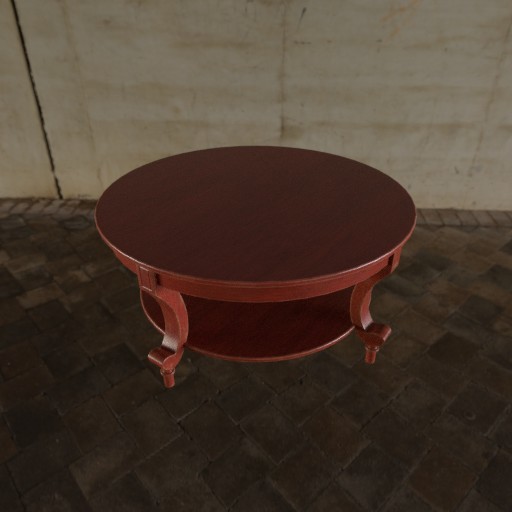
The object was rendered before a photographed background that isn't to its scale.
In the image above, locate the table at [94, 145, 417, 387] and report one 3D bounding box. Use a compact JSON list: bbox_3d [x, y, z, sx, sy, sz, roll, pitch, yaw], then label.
[{"bbox_3d":[0.000,0.000,1.600,1.029,0.486,1.029,0,32,0],"label":"table"}]
